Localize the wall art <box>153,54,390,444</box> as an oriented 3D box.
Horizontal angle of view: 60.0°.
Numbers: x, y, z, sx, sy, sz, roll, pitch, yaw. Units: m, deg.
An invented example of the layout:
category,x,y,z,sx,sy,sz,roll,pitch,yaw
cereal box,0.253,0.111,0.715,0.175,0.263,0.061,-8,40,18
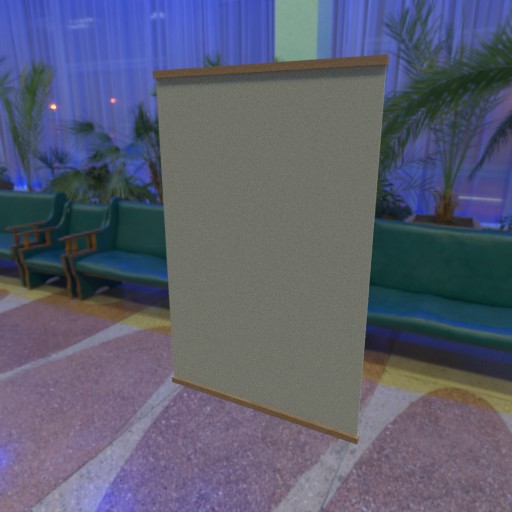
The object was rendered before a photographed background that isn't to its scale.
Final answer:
category,x,y,z,sx,sy,sz,roll,pitch,yaw
wall art,0.000,0.000,1.899,0.990,1.519,0.030,9,19,27
